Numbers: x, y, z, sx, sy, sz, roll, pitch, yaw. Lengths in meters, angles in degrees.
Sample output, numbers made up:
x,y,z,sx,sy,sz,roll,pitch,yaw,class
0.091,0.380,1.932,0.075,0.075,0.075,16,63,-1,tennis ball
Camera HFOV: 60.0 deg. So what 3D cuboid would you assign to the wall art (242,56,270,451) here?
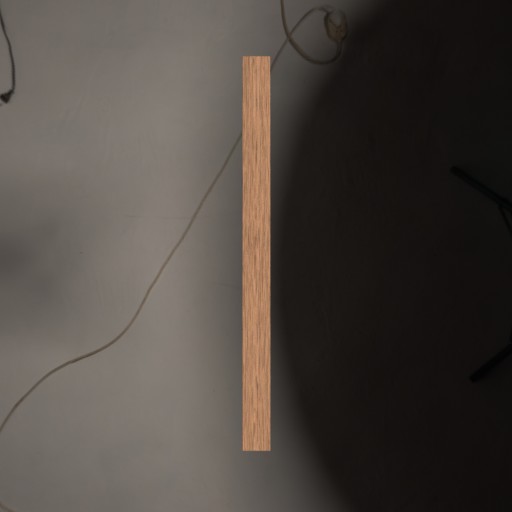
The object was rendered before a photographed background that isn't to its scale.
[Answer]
x,y,z,sx,sy,sz,roll,pitch,yaw,class
0.000,0.000,0.713,0.028,0.527,0.403,0,89,0,wall art
